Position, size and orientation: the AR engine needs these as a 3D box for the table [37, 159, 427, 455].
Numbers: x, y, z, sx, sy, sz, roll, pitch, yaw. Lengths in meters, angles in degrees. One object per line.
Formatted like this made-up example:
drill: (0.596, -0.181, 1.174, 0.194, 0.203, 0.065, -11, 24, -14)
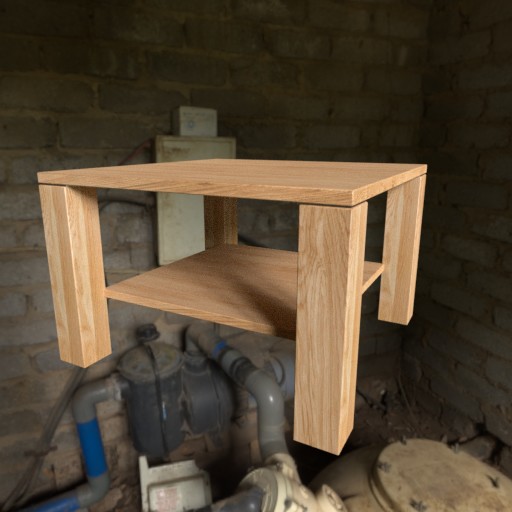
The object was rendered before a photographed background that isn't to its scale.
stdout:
table: (0.000, 0.000, 1.152, 0.700, 0.450, 0.700, 8, 17, 27)
